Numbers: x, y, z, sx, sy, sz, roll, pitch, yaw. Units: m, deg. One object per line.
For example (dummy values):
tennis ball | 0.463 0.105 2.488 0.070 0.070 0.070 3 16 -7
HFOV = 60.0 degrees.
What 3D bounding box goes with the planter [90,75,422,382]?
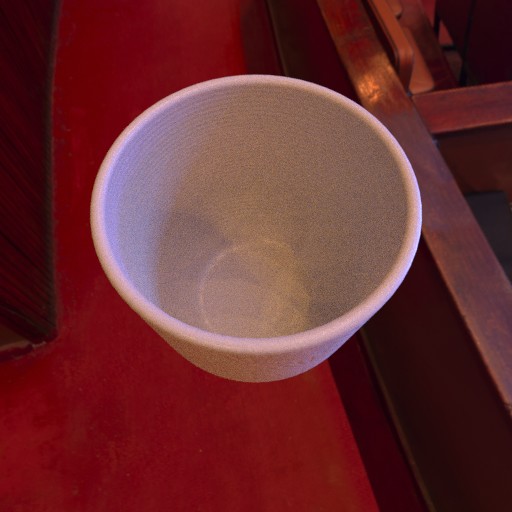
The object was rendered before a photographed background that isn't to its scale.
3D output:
planter | 0.000 0.000 0.295 0.170 0.152 0.170 0 63 0
